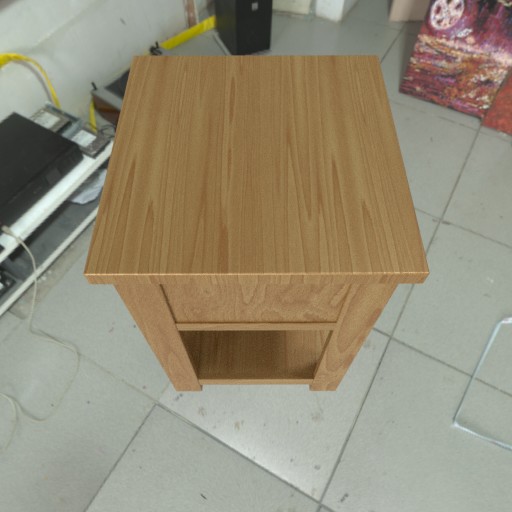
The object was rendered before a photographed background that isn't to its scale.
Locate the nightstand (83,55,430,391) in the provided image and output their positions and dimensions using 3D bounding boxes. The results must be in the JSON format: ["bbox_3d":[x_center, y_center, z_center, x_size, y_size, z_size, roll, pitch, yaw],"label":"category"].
[{"bbox_3d":[0.000,0.000,0.905,0.418,0.614,0.428,0,59,0],"label":"nightstand"}]
